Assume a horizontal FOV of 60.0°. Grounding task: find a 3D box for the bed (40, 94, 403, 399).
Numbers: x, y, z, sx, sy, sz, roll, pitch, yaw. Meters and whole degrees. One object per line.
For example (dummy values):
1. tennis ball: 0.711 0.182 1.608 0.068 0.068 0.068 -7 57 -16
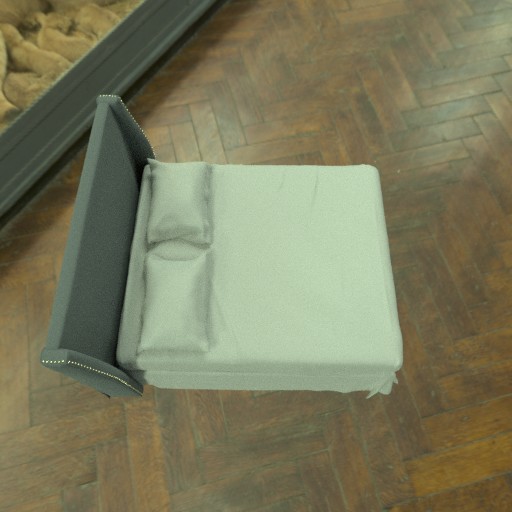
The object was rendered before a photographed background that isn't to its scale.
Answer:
1. bed: 0.000 0.000 3.300 2.276 1.332 1.925 1 65 0
